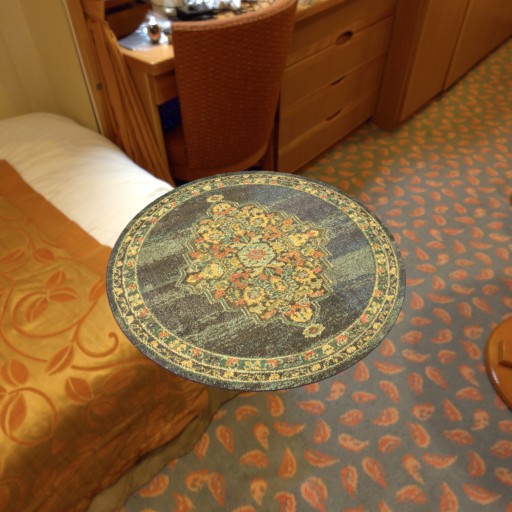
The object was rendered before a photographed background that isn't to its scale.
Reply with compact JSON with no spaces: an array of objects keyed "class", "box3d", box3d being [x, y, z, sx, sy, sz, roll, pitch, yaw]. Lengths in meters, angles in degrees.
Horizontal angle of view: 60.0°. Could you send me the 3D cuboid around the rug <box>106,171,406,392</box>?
[{"class":"rug","box3d":[0.000,0.000,3.619,2.386,0.014,2.386,0,46,0]}]
